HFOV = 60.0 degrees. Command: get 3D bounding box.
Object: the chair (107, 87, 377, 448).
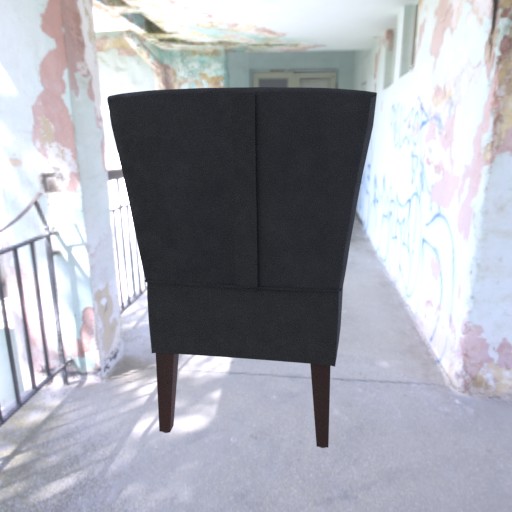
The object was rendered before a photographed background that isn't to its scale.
[{"bbox_3d":[0.000,0.000,1.186,0.521,0.806,0.554,2,16,8],"label":"chair"}]
